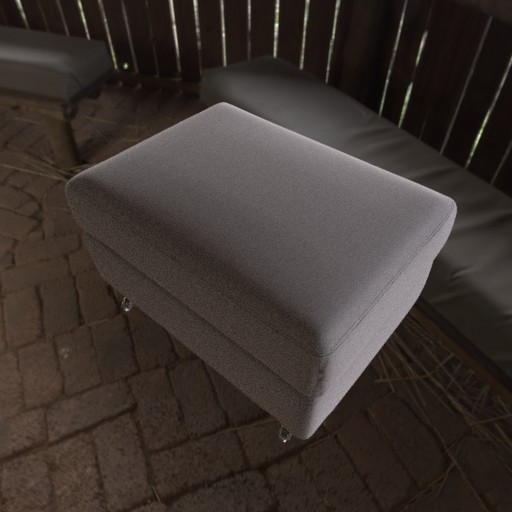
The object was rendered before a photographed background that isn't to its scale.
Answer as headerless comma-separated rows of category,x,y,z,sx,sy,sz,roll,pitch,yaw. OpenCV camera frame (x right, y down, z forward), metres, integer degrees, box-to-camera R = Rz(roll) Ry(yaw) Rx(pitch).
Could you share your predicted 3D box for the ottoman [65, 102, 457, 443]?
ottoman,0.000,0.000,1.164,0.773,0.497,0.574,32,54,27
